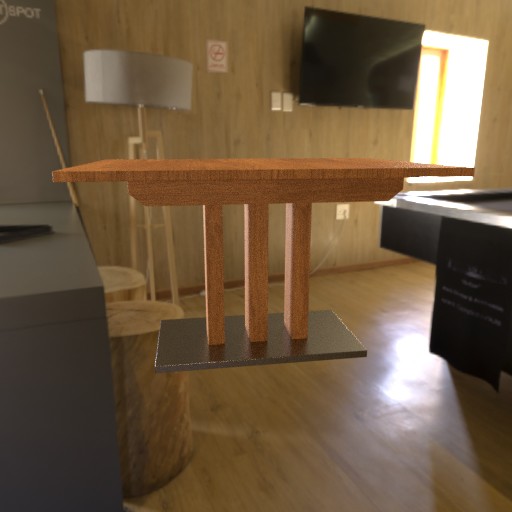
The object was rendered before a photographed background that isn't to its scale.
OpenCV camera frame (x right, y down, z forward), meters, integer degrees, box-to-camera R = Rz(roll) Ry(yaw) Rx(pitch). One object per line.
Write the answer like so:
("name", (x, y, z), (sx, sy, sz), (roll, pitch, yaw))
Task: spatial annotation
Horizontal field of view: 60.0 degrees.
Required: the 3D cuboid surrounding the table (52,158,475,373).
("table", (0.000, 0.000, 1.867), (1.300, 0.770, 0.900), (-2, 15, -9))
